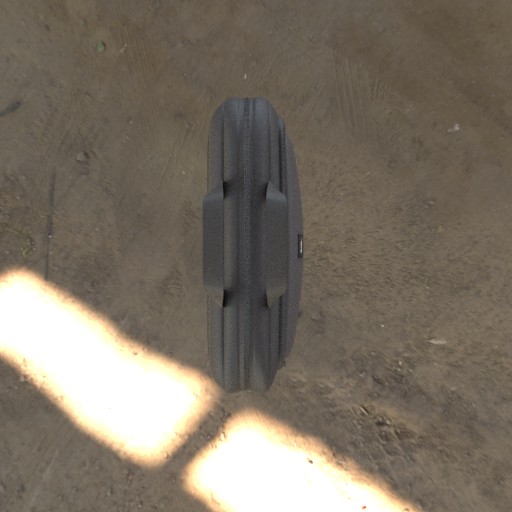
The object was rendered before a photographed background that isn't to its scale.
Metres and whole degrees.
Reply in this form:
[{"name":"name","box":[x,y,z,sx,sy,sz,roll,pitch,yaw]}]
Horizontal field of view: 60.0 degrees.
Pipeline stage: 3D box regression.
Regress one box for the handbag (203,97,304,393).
[{"name":"handbag","box":[0.000,0.000,0.596,0.126,0.330,0.429,0,90,0]}]
